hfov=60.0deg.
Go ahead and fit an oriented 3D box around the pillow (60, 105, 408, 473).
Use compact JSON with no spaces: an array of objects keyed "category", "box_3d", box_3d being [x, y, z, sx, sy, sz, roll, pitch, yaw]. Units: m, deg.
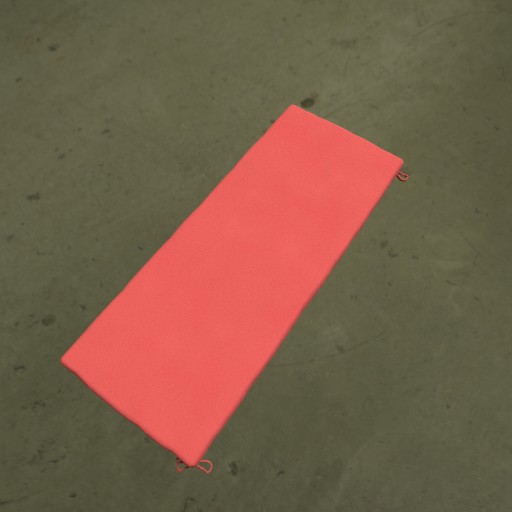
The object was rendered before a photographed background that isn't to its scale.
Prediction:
[{"category":"pillow","box_3d":[0.000,0.000,1.350,0.492,0.081,1.187,32,67,15]}]
